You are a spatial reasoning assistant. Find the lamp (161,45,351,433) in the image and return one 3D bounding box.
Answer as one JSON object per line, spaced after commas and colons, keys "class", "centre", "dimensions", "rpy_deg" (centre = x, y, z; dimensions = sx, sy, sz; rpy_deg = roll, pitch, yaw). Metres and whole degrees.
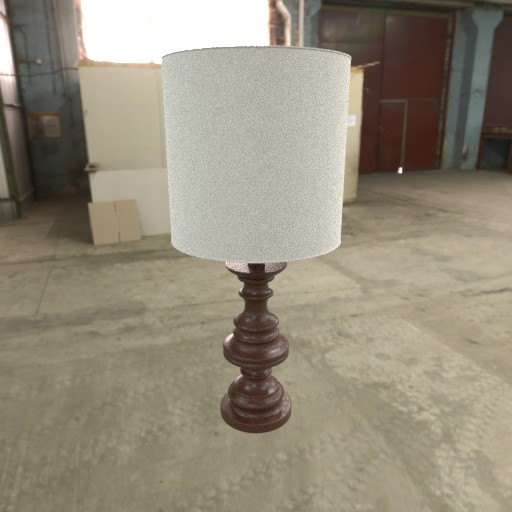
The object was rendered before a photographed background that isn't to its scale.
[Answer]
{"class": "lamp", "centre": [0.000, 0.000, 0.560], "dimensions": [0.208, 0.455, 0.208], "rpy_deg": [3, 17, 9]}
